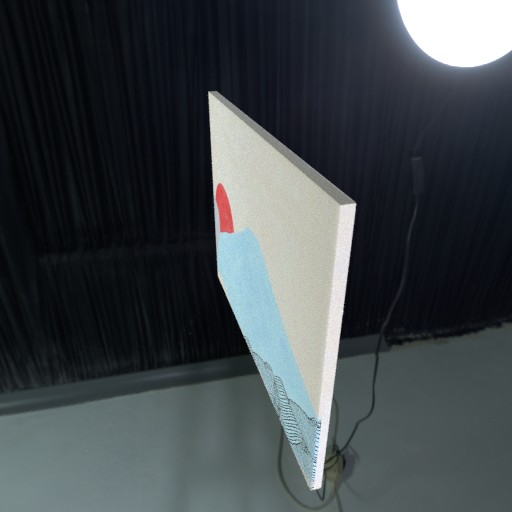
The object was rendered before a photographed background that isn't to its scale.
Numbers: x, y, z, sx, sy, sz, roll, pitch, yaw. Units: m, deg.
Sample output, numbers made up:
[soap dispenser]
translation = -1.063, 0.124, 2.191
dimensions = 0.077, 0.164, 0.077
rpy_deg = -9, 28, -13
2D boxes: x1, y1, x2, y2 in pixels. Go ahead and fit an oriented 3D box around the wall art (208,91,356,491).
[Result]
[wall art]
translation = 0.000, 0.000, 1.579
dimensions = 0.042, 0.912, 1.219
rpy_deg = -9, 31, -15
